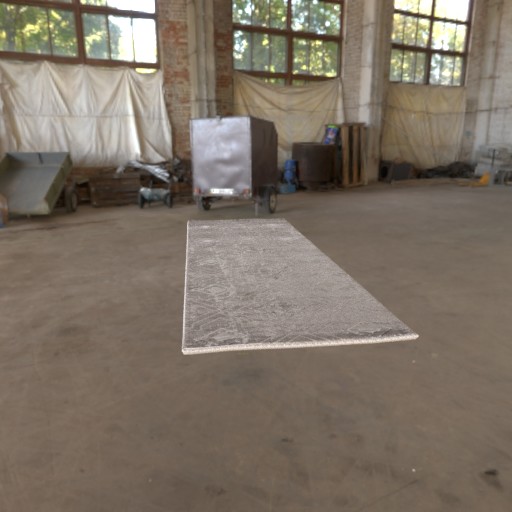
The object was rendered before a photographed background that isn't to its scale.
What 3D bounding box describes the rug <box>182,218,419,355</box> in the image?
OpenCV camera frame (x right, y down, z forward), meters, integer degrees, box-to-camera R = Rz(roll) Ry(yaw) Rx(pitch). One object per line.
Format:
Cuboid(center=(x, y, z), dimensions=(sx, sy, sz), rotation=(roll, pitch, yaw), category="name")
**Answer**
Cuboid(center=(0.000, 0.000, 2.652), dimensions=(0.832, 0.035, 2.381), rotation=(-2, 15, -8), category="rug")
